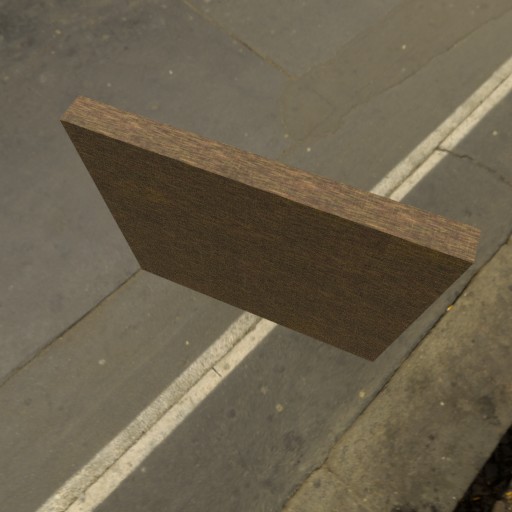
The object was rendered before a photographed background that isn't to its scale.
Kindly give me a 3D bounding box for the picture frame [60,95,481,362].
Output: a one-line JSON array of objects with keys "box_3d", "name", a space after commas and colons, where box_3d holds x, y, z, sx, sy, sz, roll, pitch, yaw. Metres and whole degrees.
[{"box_3d": [0.000, 0.000, 0.529, 0.378, 0.330, 0.033, 21, 65, 10], "name": "picture frame"}]
